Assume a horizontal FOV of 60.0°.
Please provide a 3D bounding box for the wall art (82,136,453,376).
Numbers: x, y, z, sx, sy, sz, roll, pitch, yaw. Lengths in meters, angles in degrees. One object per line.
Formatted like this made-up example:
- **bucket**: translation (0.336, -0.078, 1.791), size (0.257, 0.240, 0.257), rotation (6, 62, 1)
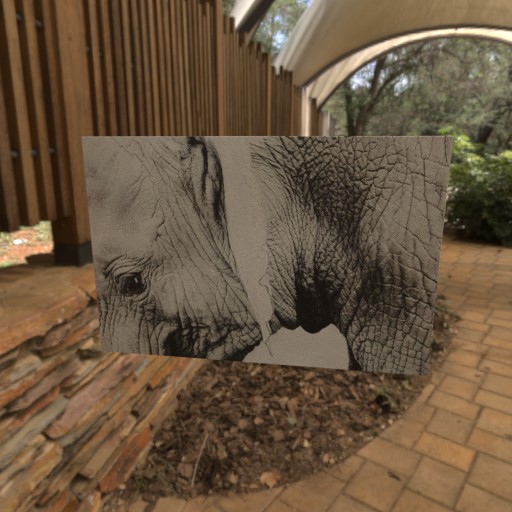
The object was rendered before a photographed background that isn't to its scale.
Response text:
- **wall art**: translation (0.000, 0.000, 1.166), size (0.914, 0.607, 0.023), rotation (2, 15, 9)
